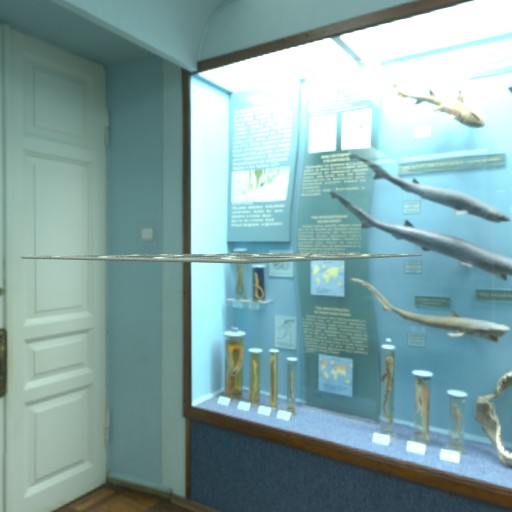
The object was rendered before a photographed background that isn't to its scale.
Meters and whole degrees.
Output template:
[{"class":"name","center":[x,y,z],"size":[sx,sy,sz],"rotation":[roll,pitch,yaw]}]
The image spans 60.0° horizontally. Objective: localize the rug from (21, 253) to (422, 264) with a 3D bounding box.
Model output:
[{"class":"rug","center":[0.000,0.000,2.905],"size":[1.526,0.014,2.290],"rotation":[1,1,35]}]
